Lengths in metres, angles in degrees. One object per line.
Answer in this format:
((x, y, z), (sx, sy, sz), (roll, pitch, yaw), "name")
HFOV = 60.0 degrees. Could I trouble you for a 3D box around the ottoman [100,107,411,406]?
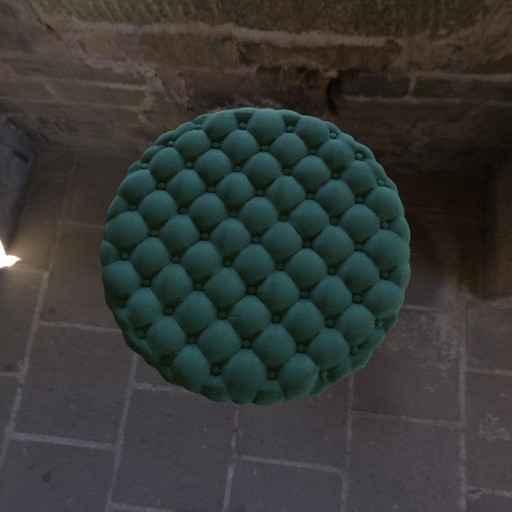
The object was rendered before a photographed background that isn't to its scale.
((0.000, 0.000, 1.549), (0.998, 0.399, 0.998), (0, 74, 0), "ottoman")
